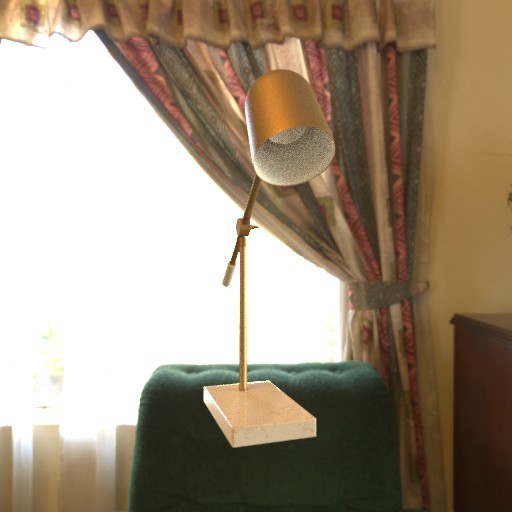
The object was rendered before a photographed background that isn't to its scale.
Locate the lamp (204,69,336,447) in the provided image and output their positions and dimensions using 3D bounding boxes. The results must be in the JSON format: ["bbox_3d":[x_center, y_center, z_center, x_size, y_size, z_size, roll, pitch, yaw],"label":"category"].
[{"bbox_3d":[0.000,0.000,0.818,0.144,0.603,0.471,0,0,-18],"label":"lamp"}]
